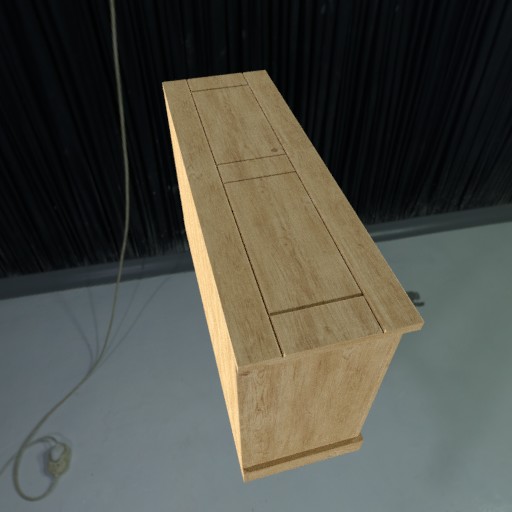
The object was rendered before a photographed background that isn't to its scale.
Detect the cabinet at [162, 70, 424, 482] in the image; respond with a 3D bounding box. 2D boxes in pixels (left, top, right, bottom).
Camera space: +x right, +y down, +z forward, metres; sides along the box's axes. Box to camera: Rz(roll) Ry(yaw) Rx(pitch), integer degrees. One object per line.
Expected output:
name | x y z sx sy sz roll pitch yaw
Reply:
cabinet | 0.000 0.000 1.690 0.432 0.810 1.321 -11 48 -10
